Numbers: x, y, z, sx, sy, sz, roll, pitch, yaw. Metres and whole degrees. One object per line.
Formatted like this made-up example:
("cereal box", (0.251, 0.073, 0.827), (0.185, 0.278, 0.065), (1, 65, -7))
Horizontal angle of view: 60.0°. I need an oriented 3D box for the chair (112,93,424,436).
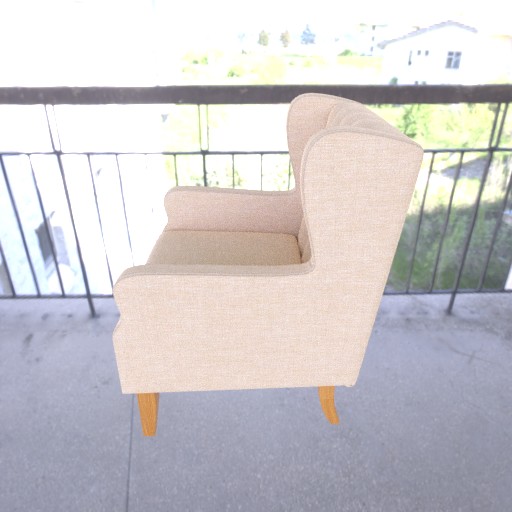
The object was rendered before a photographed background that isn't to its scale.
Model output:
("chair", (0.000, 0.000, 1.444), (0.760, 0.930, 0.710), (0, 27, 0))
